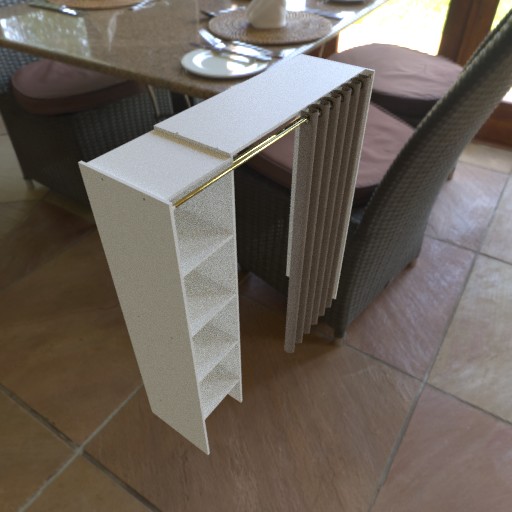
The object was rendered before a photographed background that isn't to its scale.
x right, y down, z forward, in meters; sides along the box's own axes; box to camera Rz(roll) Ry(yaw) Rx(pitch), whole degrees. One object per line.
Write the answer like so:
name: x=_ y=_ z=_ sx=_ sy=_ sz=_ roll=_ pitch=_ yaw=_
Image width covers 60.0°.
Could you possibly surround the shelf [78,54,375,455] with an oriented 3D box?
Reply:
shelf: x=0.000 y=0.000 z=2.649 sx=0.500 sy=1.820 sz=1.600 roll=26 pitch=47 yaw=26
